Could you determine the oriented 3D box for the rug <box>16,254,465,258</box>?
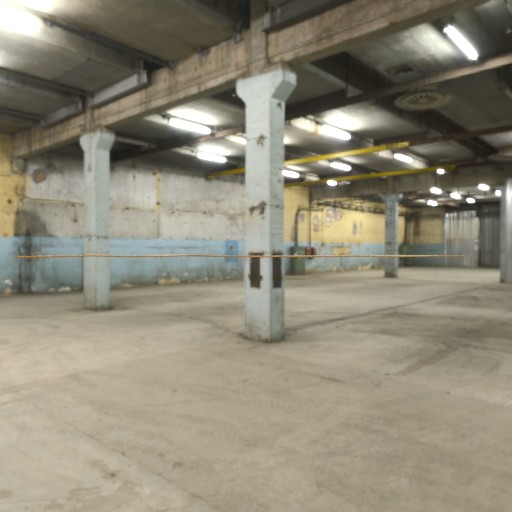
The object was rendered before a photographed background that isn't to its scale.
[{"bbox_3d":[0.000,0.000,2.488,2.294,0.014,0.704,0,0,-19],"label":"rug"}]
